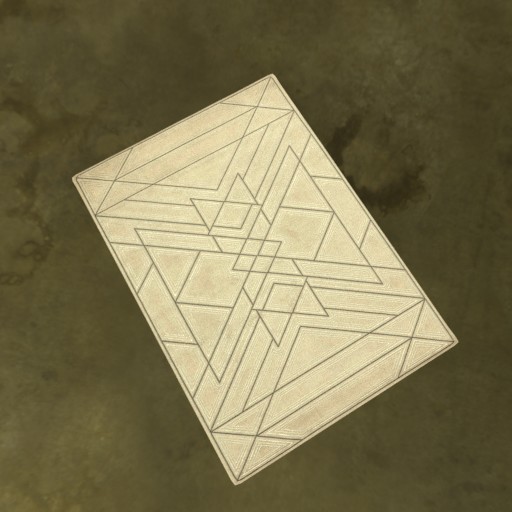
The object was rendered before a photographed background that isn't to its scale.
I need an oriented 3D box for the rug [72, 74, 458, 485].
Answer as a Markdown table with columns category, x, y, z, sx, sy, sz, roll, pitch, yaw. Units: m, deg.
| category | x | y | z | sx | sy | sz | roll | pitch | yaw |
| --- | --- | --- | --- | --- | --- | --- | --- | --- | --- |
| rug | 0.000 | 0.000 | 4.364 | 2.436 | 0.026 | 3.381 | -30 | 78 | -7 |
